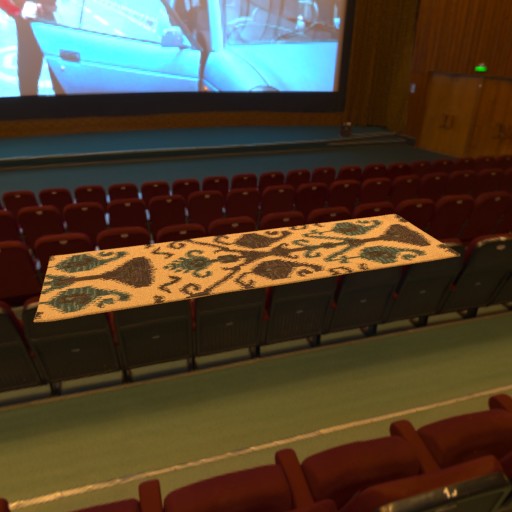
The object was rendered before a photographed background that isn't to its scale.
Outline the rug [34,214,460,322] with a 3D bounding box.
[{"bbox_3d":[0.000,0.000,2.585,2.301,0.017,0.692,-8,28,-15],"label":"rug"}]
